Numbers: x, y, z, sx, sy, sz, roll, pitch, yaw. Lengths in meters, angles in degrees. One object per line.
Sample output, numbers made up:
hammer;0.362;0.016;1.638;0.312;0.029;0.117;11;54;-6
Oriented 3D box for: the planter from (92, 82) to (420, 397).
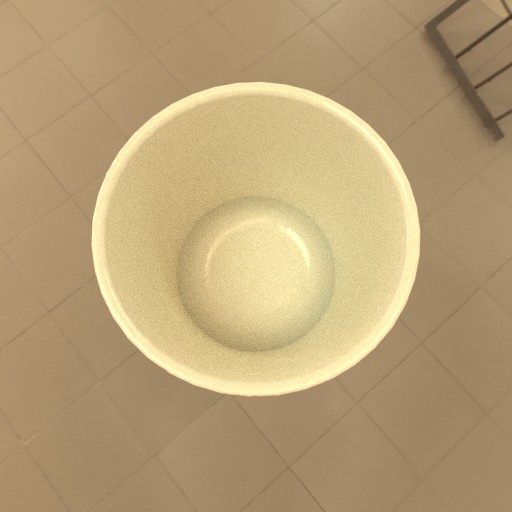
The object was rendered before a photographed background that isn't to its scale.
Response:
planter;0.000;0.000;0.330;0.192;0.148;0.192;0;76;0
